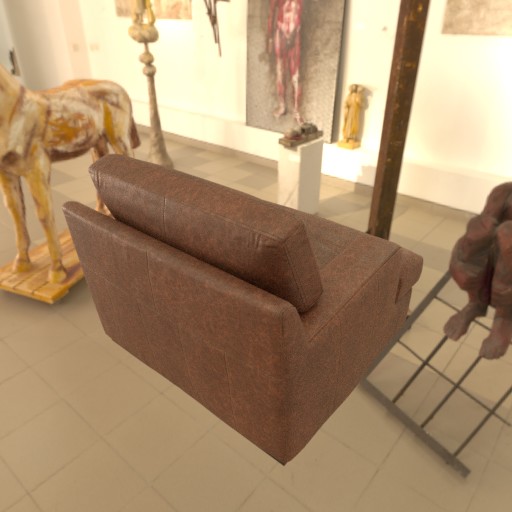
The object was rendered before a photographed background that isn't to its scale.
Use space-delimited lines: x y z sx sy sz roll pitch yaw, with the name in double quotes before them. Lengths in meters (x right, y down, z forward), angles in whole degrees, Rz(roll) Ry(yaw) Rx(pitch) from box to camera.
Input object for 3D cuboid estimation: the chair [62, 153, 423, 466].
"chair" 0.000 0.000 1.982 1.168 0.939 1.143 23 38 33
